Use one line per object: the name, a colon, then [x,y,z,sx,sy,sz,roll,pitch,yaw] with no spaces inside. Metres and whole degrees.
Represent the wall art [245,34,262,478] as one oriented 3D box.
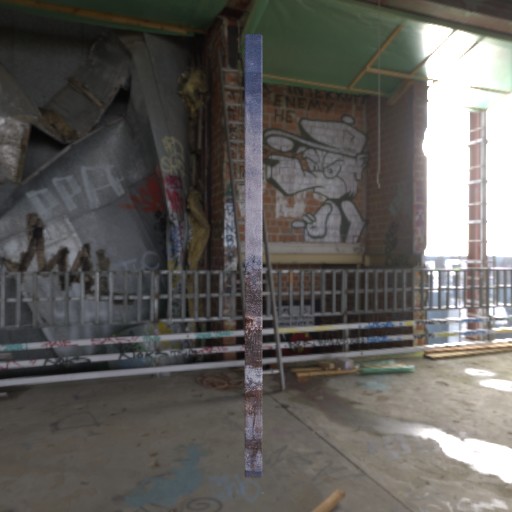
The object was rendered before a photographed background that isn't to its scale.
wall art: [0.000,0.000,1.338,0.035,0.897,0.888,0,0,1]
